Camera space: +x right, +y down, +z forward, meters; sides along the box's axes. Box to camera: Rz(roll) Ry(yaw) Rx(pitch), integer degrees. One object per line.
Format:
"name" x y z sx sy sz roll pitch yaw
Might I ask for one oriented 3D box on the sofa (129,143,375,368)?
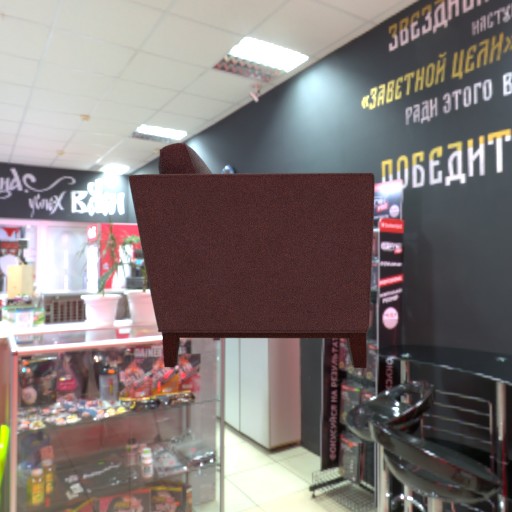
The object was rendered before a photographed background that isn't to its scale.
"sofa" 0.000 0.000 2.901 0.965 0.940 2.387 0 -1 1
